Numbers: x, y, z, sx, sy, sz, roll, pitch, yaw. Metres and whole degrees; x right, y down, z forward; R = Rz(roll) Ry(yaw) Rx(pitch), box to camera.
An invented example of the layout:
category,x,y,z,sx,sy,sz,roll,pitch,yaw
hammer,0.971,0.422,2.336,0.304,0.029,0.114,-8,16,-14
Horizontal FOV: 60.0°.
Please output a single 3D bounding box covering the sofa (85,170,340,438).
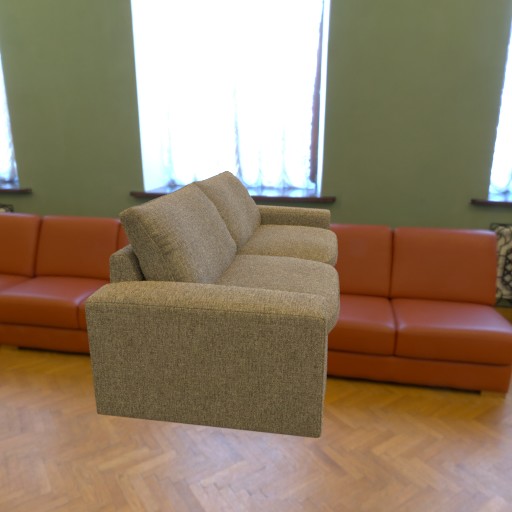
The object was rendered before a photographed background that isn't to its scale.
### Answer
category,x,y,z,sx,sy,sz,roll,pitch,yaw
sofa,0.000,0.000,2.829,1.040,0.922,2.299,3,16,9
